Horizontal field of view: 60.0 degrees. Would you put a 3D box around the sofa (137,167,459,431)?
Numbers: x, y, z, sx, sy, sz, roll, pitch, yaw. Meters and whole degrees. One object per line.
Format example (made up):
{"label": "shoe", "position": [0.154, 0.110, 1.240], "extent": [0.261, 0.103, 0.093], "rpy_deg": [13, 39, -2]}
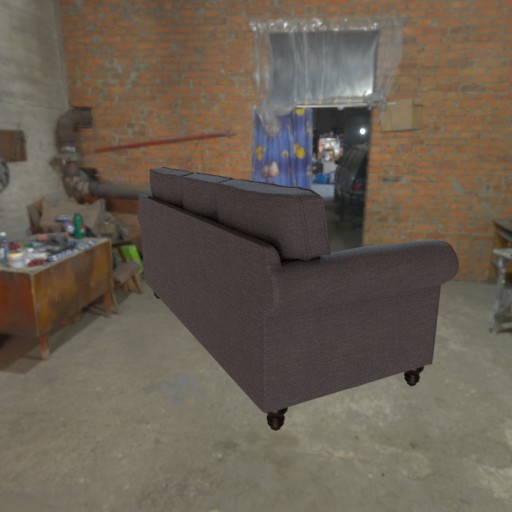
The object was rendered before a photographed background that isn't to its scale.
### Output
{"label": "sofa", "position": [0.000, 0.000, 2.597], "extent": [0.909, 0.966, 2.084], "rpy_deg": [-7, 16, -26]}
